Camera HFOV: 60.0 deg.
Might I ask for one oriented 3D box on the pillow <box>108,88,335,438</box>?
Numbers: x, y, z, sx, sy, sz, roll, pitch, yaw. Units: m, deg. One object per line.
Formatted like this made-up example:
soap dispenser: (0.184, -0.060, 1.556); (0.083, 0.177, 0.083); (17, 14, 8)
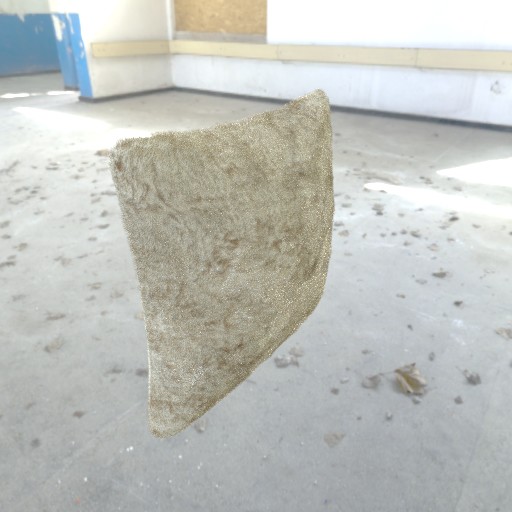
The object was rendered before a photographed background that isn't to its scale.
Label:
pillow: (0.000, 0.000, 0.812); (0.216, 0.525, 0.538); (19, 34, 31)
